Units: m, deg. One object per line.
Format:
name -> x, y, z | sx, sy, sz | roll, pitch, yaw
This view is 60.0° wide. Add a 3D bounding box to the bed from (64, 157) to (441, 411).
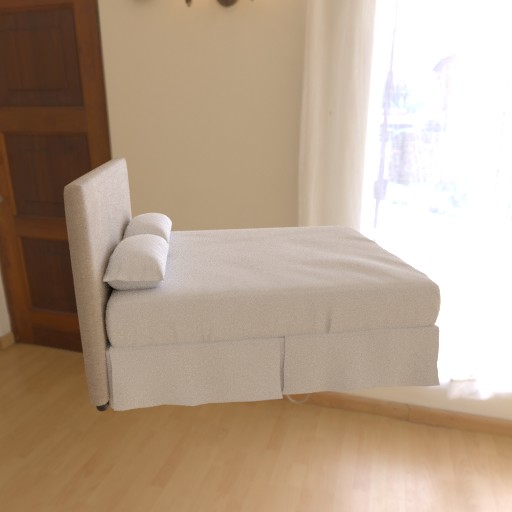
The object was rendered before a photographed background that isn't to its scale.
bed -> 0.000, 0.000, 3.248 | 2.162, 1.330, 1.713 | -3, 17, -8
